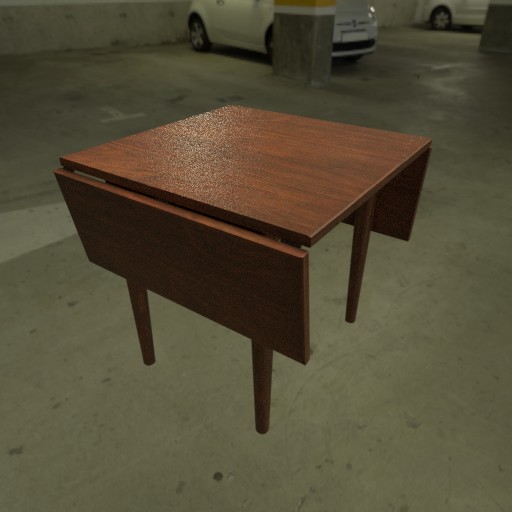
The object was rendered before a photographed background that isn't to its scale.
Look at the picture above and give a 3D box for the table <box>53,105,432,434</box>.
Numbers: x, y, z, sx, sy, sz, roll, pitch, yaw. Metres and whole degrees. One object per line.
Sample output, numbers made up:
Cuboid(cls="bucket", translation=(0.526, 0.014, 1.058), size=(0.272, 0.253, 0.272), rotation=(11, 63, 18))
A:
Cuboid(cls="table", translation=(0.000, 0.000, 1.525), size=(0.812, 0.763, 0.843), rotation=(20, 37, 29))
